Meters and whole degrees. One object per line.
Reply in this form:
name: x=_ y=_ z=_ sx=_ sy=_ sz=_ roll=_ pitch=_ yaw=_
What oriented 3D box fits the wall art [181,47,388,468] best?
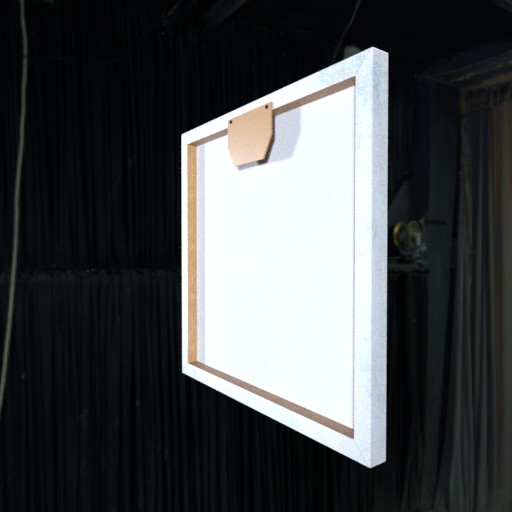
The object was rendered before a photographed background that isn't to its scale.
wall art: x=0.000 y=0.000 z=0.889 sx=0.044 sy=0.605 sz=0.605 roll=-1 pitch=1 yaw=-36
